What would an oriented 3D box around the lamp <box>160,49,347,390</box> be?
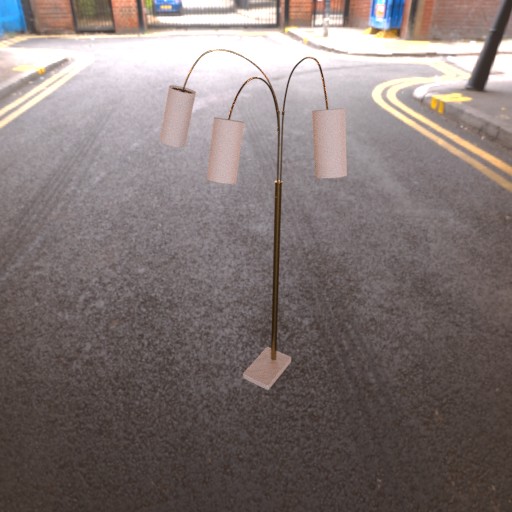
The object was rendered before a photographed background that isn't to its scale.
[{"bbox_3d":[0.000,0.000,2.463,1.020,2.055,0.667,18,36,28],"label":"lamp"}]
